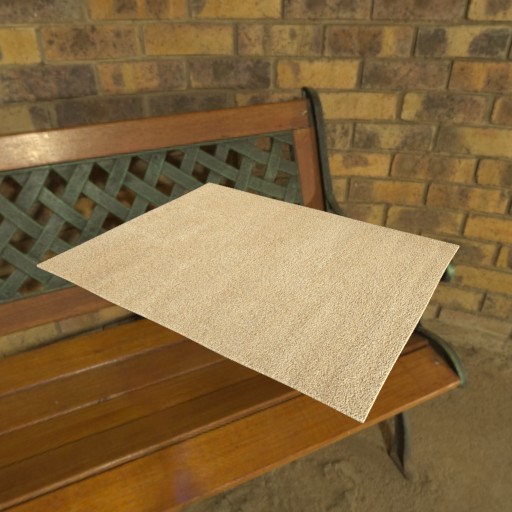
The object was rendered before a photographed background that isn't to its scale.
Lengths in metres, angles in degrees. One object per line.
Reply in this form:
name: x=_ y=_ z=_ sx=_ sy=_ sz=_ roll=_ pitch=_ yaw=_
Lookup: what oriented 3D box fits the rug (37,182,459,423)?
rug: x=0.000 y=0.000 z=4.020 sx=3.000 sy=0.025 sz=2.400 roll=18 pitch=35 yaw=28
